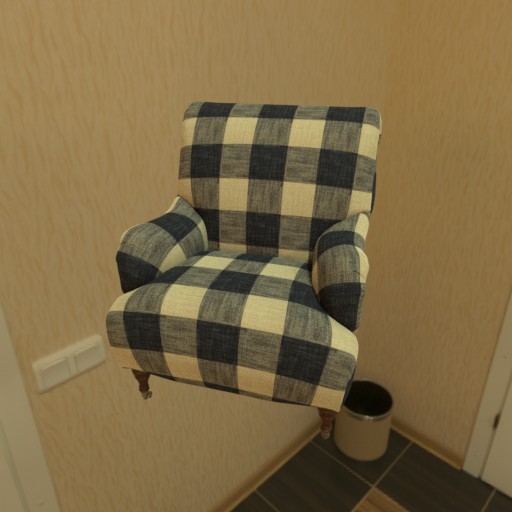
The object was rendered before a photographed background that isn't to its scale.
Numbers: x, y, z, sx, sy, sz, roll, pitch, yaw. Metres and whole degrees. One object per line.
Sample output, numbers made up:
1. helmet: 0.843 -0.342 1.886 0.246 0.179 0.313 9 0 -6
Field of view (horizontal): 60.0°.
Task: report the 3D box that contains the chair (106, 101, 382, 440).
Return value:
1. chair: 0.000 0.000 1.570 0.781 0.953 0.848 7 26 15
